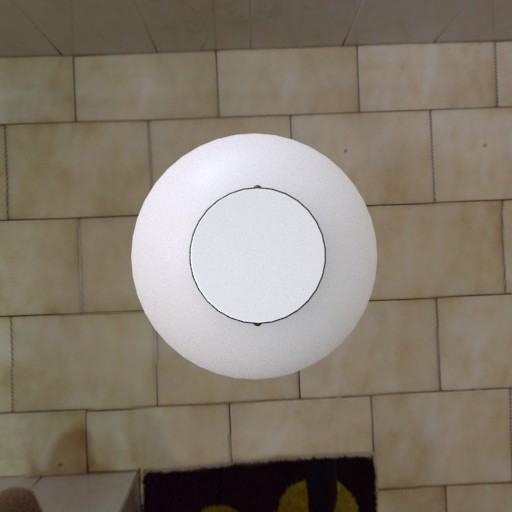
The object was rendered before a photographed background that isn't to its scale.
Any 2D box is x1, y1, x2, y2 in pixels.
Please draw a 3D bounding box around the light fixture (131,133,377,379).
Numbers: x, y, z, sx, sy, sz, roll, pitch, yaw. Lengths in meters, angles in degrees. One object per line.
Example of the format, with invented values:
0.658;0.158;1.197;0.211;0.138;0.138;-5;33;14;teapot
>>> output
0.000;0.000;0.567;0.355;0.177;0.355;0;90;-1;light fixture
